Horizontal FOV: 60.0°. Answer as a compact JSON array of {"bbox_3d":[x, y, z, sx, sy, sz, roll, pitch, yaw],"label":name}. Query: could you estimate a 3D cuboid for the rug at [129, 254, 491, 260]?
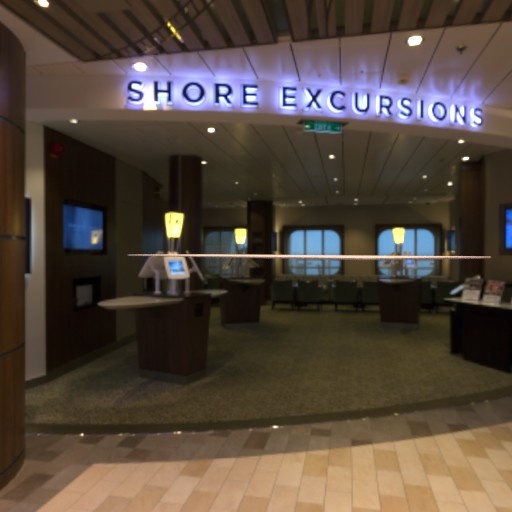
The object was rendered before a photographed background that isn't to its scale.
[{"bbox_3d":[0.000,0.000,2.684,0.762,0.008,2.439,0,1,-35],"label":"rug"}]
